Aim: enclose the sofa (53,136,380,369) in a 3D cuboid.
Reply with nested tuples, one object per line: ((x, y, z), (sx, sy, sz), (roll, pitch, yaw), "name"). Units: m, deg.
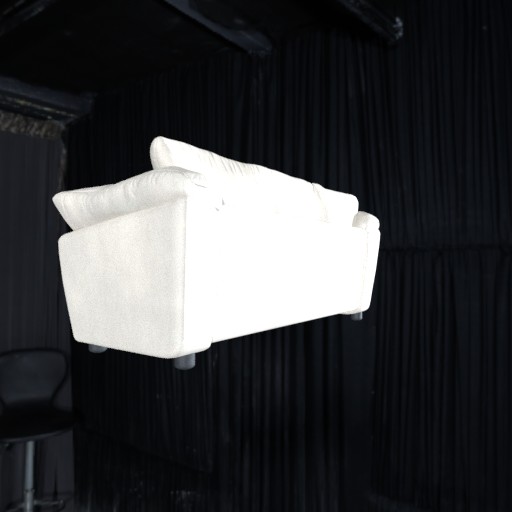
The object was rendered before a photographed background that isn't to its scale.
((0.000, 0.000, 2.870), (0.878, 0.996, 2.334), (0, -1, 35), "sofa")
